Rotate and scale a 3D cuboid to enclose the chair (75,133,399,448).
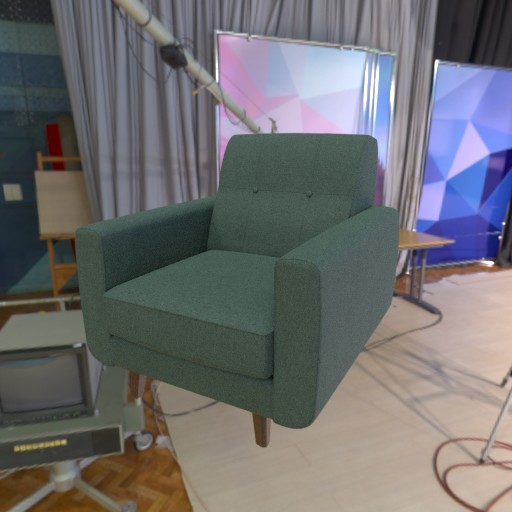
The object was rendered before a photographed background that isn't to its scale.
[{"bbox_3d":[0.000,0.000,1.569,0.831,0.841,0.909,8,18,28],"label":"chair"}]
